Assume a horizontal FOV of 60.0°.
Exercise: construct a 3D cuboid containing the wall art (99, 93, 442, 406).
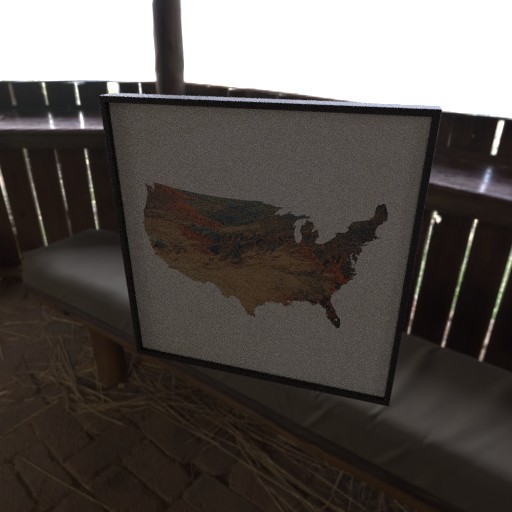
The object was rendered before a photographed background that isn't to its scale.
[{"bbox_3d":[0.000,0.000,0.759,0.507,0.507,0.038,8,27,15],"label":"wall art"}]
